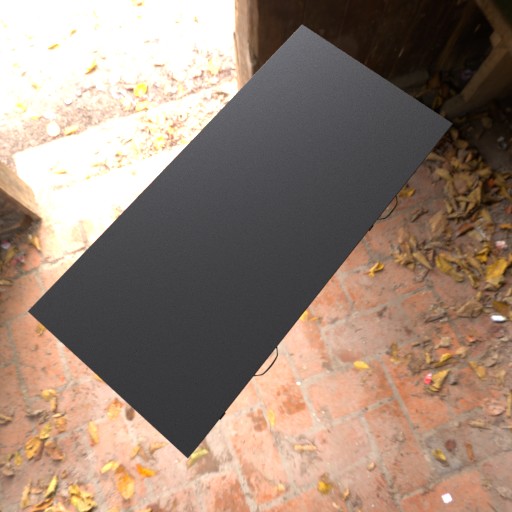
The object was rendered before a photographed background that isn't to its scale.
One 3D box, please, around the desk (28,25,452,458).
[{"bbox_3d":[0.000,0.000,1.483,0.525,0.780,1.057,38,78,10],"label":"desk"}]
